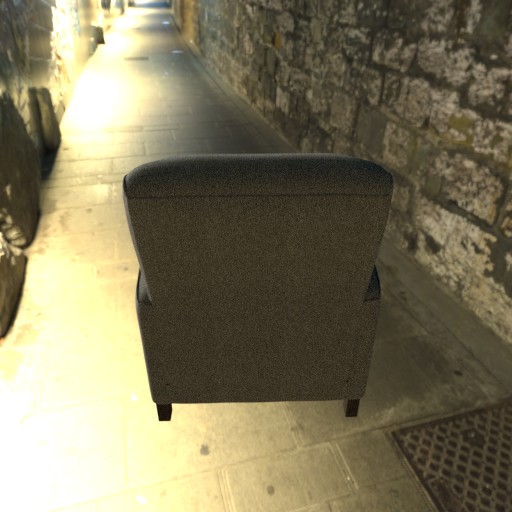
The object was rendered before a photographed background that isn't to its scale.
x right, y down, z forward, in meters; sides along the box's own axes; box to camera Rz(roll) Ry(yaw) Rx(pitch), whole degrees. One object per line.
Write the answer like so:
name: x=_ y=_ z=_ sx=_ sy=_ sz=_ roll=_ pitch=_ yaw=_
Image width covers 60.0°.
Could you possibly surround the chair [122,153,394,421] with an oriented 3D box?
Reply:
chair: x=0.000 y=0.000 z=1.689 sx=0.841 sy=1.028 sz=0.858 roll=-1 pitch=32 yaw=-2
